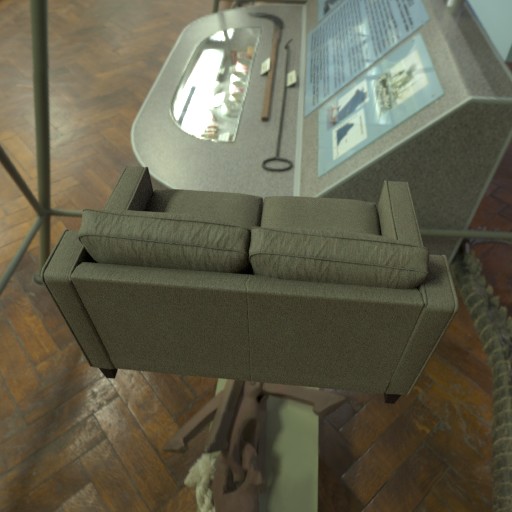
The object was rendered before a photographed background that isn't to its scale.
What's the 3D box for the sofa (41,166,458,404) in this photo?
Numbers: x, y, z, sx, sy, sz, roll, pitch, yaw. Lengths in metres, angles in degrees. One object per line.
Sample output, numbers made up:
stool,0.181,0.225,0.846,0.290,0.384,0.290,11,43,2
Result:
sofa,0.000,0.000,2.145,1.503,0.981,0.985,4,47,4
